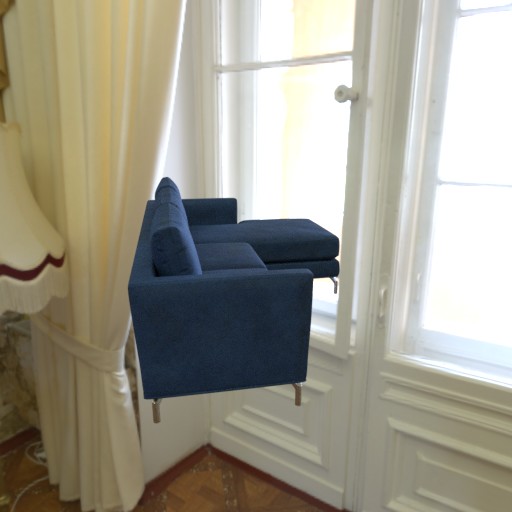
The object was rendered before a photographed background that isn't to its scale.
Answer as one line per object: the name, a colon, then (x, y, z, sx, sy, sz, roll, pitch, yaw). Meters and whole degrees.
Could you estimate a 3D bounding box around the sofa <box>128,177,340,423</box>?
sofa: (0.000, 0.000, 3.276, 1.622, 0.987, 2.438, -3, 16, -11)
